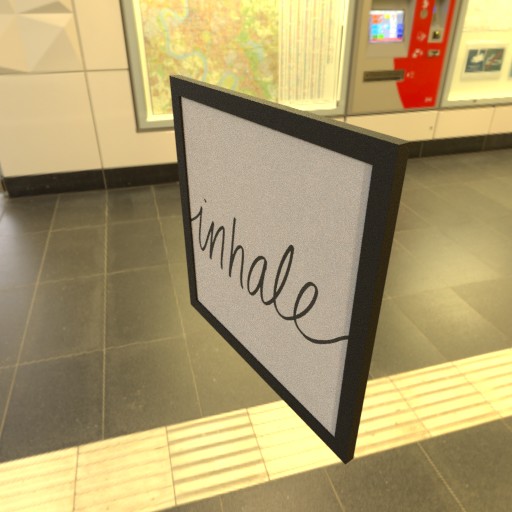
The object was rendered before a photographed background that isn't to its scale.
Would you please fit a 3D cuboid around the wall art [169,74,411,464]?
[{"bbox_3d":[0.000,0.000,0.522,0.013,0.356,0.356,-20,36,-30],"label":"wall art"}]
